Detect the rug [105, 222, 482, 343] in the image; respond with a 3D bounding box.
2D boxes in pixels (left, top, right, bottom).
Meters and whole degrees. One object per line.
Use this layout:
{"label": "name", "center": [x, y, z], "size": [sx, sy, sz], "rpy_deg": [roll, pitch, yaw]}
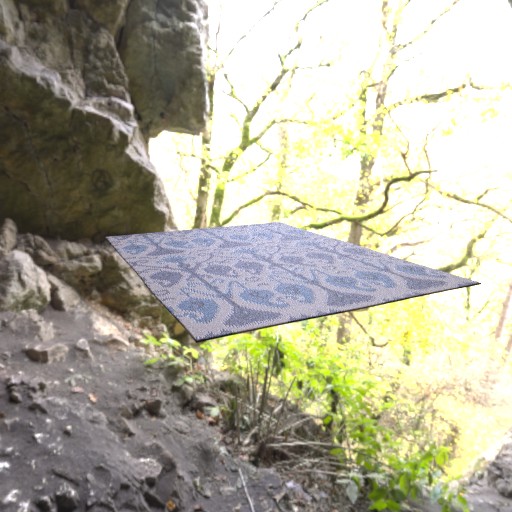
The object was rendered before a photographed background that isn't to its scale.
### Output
{"label": "rug", "center": [0.000, 0.000, 3.072], "size": [1.676, 0.013, 2.261], "rpy_deg": [-7, 16, -26]}
